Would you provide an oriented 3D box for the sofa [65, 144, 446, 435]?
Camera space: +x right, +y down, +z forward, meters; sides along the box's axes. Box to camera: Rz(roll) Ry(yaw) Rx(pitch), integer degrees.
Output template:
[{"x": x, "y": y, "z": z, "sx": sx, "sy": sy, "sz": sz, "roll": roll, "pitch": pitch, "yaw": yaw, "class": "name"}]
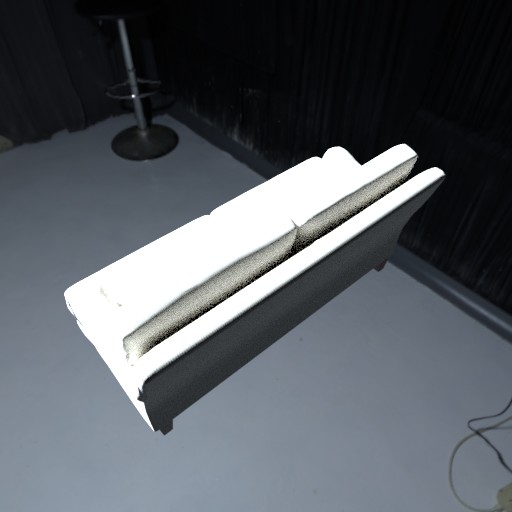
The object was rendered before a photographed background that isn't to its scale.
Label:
[{"x": 0.000, "y": 0.000, "z": 2.791, "sx": 2.159, "sy": 1.087, "sz": 1.086, "roll": -32, "pitch": 55, "yaw": -26, "class": "sofa"}]
